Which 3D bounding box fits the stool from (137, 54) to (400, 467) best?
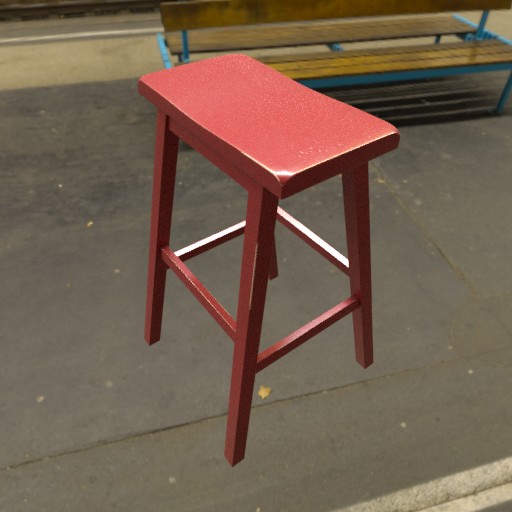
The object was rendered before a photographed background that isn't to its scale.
[{"bbox_3d":[0.000,0.000,1.017,0.476,0.737,0.457,-27,49,-26],"label":"stool"}]
